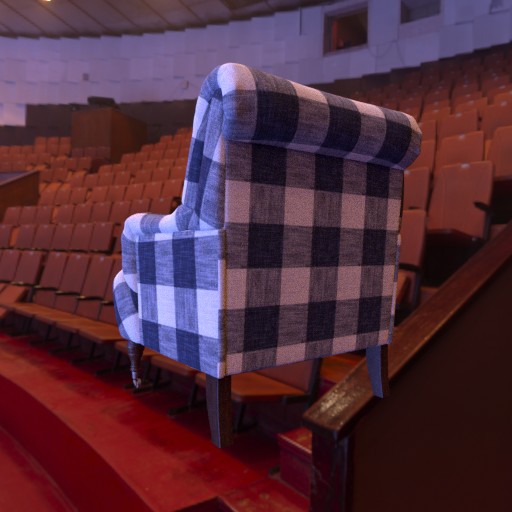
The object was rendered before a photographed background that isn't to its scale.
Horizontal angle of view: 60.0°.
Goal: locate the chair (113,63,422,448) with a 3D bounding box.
[{"bbox_3d":[0.000,0.000,1.556,0.781,0.953,0.848,-1,1,-36],"label":"chair"}]
